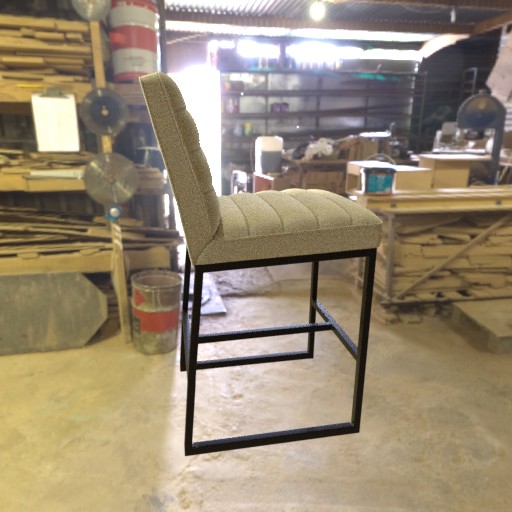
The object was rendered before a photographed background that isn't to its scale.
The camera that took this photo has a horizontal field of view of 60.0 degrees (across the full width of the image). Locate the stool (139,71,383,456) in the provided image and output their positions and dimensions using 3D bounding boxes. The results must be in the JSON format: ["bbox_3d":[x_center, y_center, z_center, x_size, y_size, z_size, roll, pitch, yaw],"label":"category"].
[{"bbox_3d":[0.000,0.000,1.270,0.560,0.940,0.460,-3,17,-10],"label":"stool"}]
